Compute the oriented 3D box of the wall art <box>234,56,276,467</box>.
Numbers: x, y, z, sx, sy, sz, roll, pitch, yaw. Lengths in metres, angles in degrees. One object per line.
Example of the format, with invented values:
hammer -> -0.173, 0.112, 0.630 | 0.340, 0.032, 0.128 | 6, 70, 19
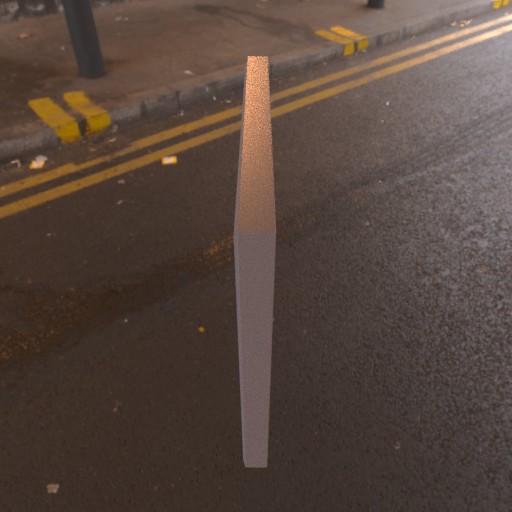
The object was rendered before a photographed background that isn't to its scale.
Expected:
wall art -> 0.000, 0.000, 0.531 | 0.028, 0.349, 0.349 | 0, 41, 0
